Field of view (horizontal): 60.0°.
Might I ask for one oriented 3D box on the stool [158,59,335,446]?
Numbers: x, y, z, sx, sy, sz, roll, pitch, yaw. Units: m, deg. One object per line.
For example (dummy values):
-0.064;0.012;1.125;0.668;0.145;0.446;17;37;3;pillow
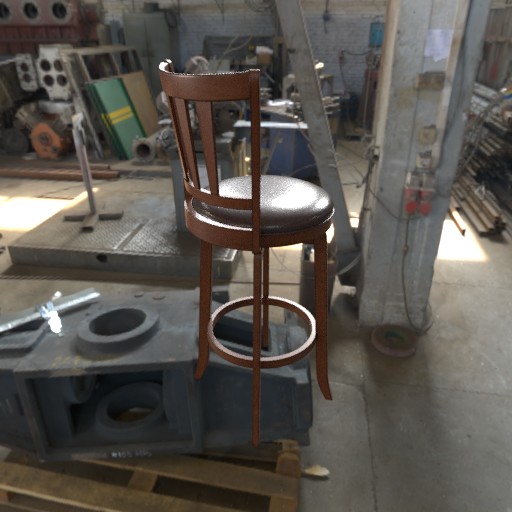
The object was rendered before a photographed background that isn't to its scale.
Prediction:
0.000;0.000;1.463;0.503;1.177;0.464;-18;32;-32;stool
